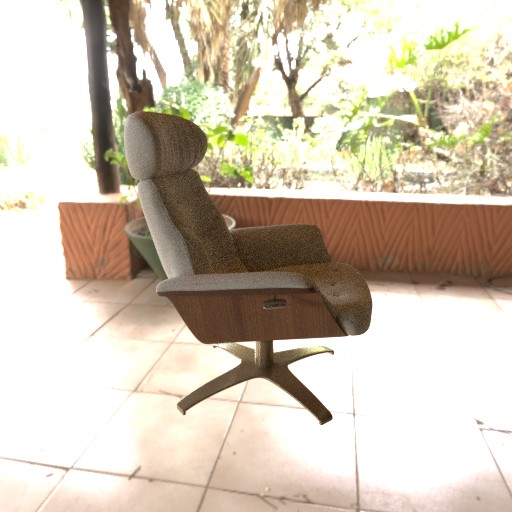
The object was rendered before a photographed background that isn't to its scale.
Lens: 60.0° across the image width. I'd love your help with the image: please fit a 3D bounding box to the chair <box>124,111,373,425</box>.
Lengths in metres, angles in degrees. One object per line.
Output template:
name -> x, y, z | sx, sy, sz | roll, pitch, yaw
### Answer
chair -> 0.000, 0.000, 1.604 | 0.837, 0.995, 0.785 | 3, 16, 9
